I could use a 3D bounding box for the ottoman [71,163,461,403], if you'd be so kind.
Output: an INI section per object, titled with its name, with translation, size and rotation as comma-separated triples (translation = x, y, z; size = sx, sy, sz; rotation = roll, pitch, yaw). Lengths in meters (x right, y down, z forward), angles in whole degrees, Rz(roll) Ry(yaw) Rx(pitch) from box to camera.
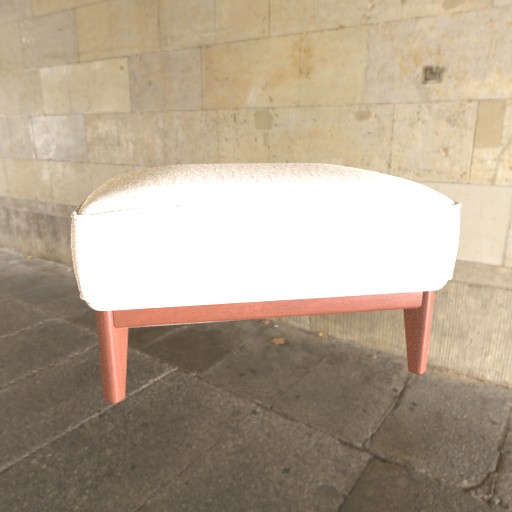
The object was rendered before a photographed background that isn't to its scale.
[ottoman]
translation = 0.000, 0.000, 1.165
size = 0.794, 0.465, 0.594
rotation = -3, 15, -9
